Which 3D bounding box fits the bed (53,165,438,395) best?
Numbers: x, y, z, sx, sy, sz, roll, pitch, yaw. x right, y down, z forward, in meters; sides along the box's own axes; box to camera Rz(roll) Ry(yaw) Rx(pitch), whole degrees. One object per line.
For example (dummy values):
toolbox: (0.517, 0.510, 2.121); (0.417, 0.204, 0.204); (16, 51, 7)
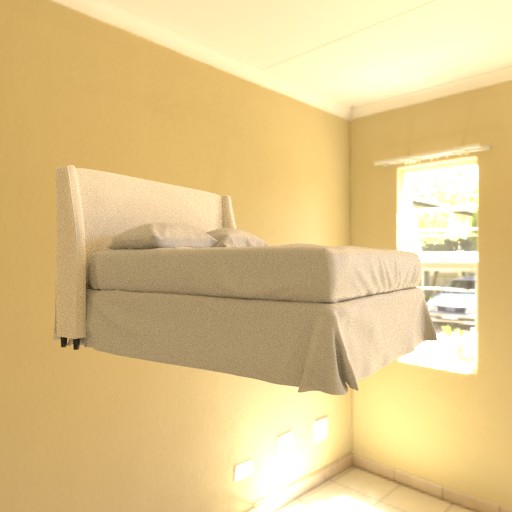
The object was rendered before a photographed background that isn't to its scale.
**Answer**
bed: (0.000, 0.000, 3.353); (2.276, 1.332, 1.925); (0, -1, 35)
